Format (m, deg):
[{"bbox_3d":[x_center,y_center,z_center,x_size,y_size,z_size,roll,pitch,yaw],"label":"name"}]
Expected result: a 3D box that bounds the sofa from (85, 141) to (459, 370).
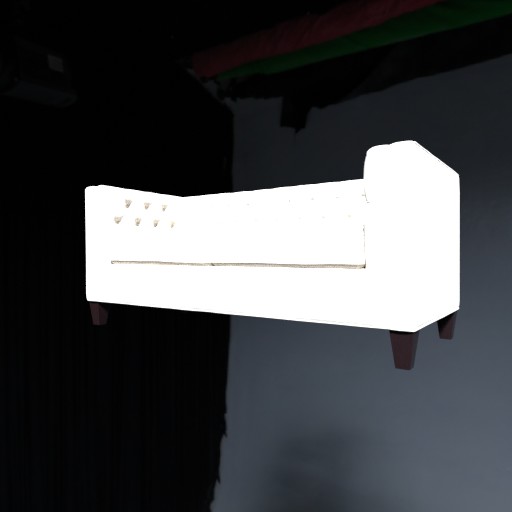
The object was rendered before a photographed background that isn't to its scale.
[{"bbox_3d":[0.000,0.000,2.254,1.778,0.762,0.775,0,0,35],"label":"sofa"}]
